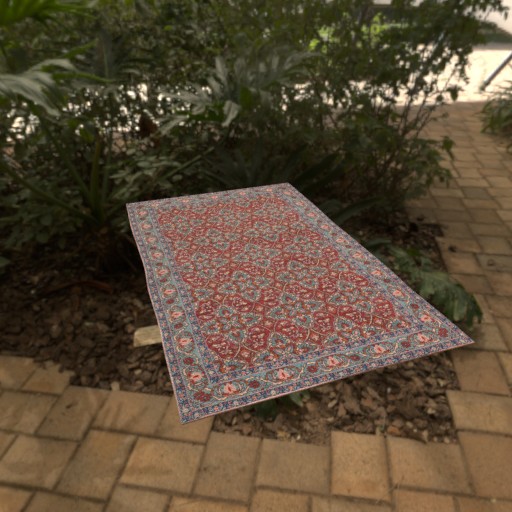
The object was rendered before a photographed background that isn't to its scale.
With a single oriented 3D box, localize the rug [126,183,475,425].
[{"bbox_3d":[0.000,0.000,3.056,1.533,0.011,2.439,-10,31,-17],"label":"rug"}]
